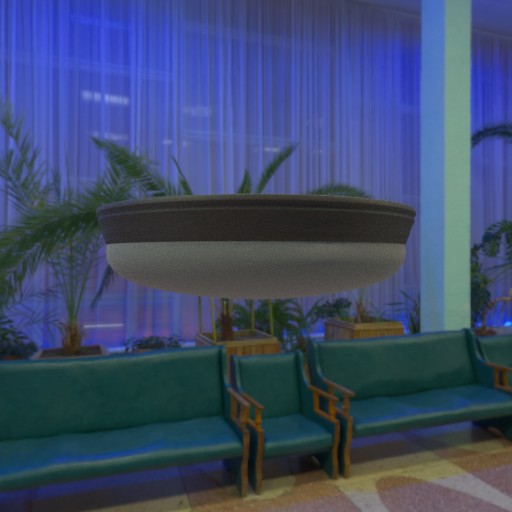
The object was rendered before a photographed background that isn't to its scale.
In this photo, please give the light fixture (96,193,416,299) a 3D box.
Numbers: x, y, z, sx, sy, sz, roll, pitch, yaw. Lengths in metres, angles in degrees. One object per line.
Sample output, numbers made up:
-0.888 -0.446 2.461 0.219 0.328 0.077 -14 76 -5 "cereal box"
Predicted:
0.000 0.000 0.541 0.368 0.100 0.368 0 0 0 "light fixture"
